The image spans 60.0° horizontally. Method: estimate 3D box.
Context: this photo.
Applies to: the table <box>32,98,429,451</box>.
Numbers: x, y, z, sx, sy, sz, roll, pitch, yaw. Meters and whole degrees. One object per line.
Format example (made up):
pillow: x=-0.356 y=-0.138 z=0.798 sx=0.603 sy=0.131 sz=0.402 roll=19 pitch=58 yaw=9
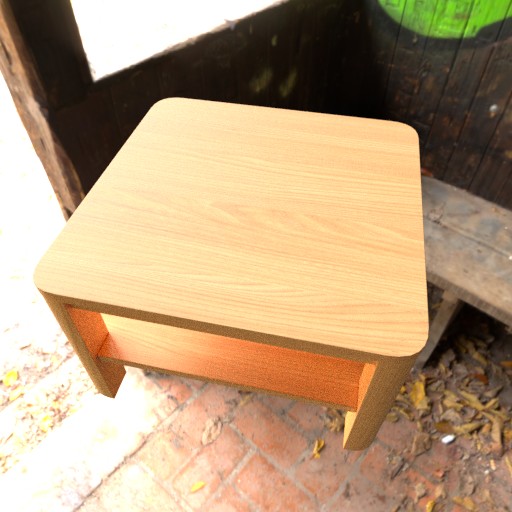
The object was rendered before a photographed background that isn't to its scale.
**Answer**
table: x=0.000 y=0.000 z=1.192 sx=0.750 sy=0.450 sz=0.750 roll=9 pitch=48 yaw=8
